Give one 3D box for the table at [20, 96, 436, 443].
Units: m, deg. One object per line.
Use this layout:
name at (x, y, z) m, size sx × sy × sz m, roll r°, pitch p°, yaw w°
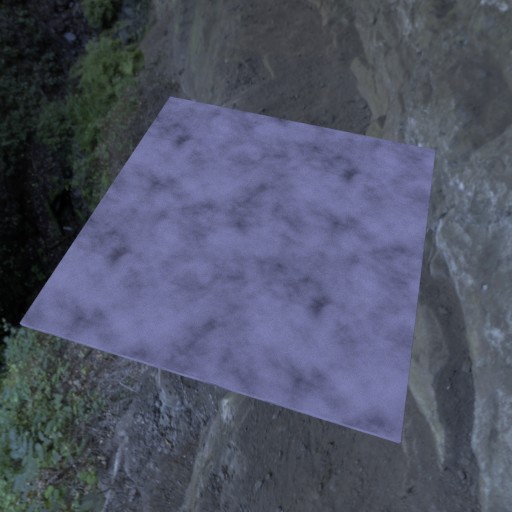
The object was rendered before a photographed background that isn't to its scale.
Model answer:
table at (0.000, 0.000, 1.334) m, size 0.890 × 0.305 × 0.890 m, roll 14°, pitch 57°, yaw 10°
